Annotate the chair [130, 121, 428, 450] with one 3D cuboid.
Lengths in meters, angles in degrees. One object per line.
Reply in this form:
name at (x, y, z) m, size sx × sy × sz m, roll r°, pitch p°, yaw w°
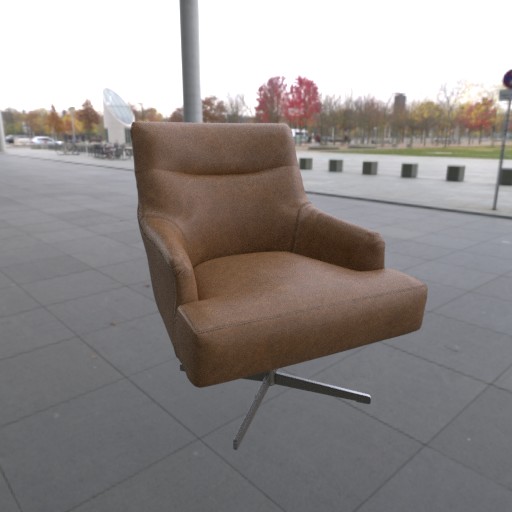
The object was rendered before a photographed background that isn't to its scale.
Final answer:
chair at (0.000, 0.000, 1.480) m, size 0.729 × 0.869 × 0.874 m, roll -8°, pitch 17°, yaw -26°
